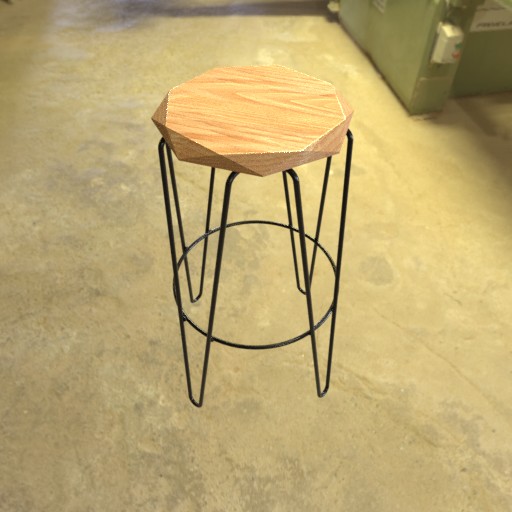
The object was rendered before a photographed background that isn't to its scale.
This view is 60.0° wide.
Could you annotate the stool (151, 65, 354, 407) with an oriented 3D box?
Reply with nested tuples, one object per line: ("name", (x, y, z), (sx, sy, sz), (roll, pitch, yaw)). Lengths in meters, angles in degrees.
("stool", (0.000, 0.000, 0.828), (0.326, 0.610, 0.326), (-3, 47, -3))
